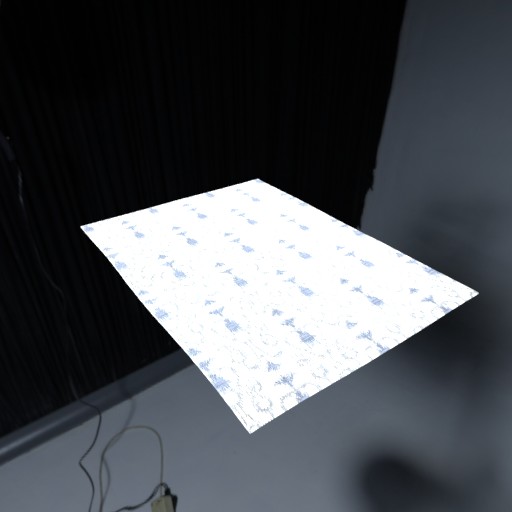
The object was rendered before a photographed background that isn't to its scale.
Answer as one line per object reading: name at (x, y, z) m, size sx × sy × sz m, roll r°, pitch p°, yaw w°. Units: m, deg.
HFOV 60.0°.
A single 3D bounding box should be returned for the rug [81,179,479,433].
rug at (0.000, 0.000, 3.018) m, size 1.676 × 0.013 × 2.261 m, roll -21°, pitch 37°, yaw -30°
